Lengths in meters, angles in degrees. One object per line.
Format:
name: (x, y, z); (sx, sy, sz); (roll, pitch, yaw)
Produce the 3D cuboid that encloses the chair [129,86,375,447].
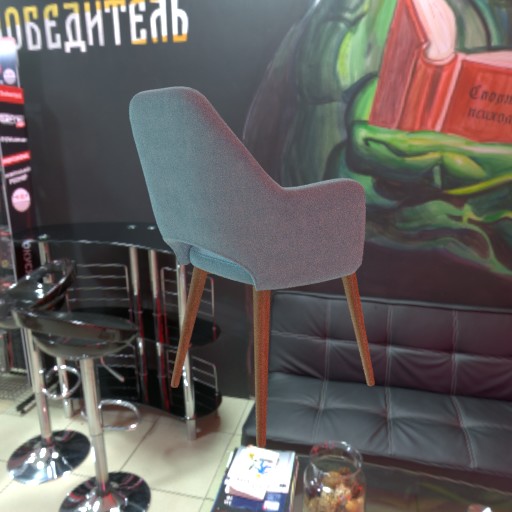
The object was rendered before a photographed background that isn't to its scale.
chair: (0.000, 0.000, 1.238); (0.610, 0.840, 0.590); (-14, 20, -42)
